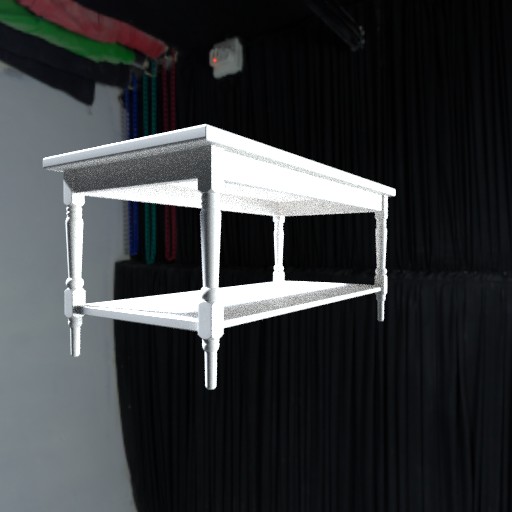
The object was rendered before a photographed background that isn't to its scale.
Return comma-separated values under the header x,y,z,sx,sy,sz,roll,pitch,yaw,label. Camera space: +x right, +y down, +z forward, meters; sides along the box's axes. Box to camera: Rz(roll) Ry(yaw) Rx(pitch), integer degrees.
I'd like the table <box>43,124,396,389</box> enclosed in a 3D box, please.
x,y,z,sx,sy,sz,roll,pitch,yaw,label
0.000,0.000,1.427,0.550,0.510,1.107,1,1,35,table
